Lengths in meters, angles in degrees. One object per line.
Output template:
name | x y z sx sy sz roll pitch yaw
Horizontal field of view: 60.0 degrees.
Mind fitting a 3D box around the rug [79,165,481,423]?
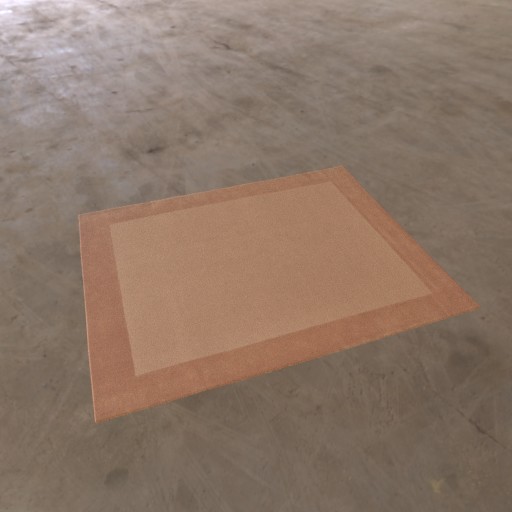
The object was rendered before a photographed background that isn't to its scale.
rug | 0.000 0.000 4.099 3.057 0.021 2.431 -13 43 -14
